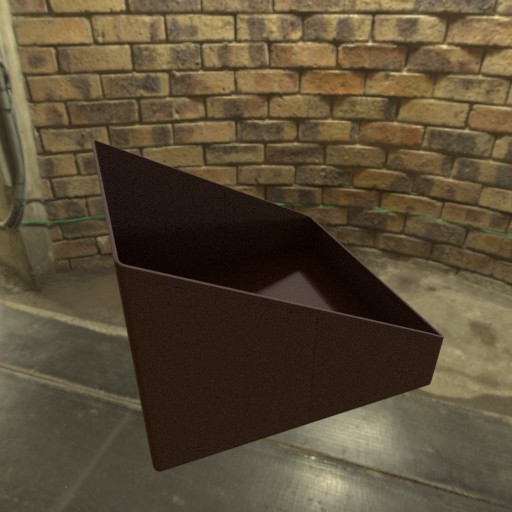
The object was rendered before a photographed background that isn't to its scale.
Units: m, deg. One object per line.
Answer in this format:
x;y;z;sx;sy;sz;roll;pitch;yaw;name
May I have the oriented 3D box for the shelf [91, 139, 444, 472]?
0.000;0.000;0.483;0.292;0.210;0.292;-11;32;-18;shelf
